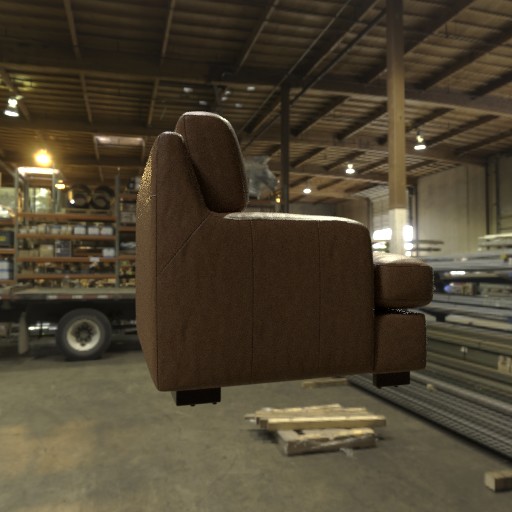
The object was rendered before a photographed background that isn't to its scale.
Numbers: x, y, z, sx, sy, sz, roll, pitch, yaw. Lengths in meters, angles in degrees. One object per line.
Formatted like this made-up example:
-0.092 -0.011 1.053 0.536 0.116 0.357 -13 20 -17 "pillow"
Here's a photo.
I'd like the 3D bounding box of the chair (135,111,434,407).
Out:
0.000 0.000 2.054 1.050 0.978 1.276 0 -2 -18 "chair"
